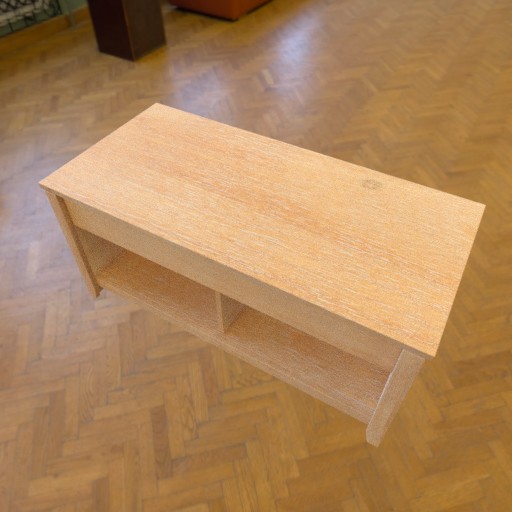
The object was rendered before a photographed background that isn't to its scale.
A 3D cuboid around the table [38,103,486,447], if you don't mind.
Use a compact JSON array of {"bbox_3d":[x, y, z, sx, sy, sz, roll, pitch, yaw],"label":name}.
[{"bbox_3d":[0.000,0.000,1.276,1.016,0.457,0.483,23,51,20],"label":"table"}]
